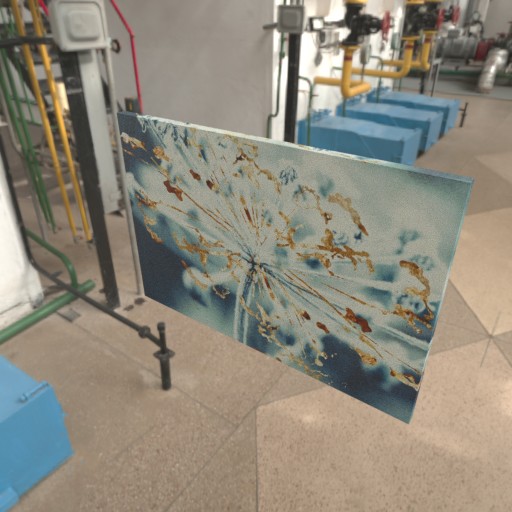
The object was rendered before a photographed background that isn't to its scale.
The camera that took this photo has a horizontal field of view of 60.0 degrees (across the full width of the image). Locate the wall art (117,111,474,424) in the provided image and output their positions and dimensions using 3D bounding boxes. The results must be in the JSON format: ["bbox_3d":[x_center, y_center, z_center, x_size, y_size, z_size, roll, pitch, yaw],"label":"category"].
[{"bbox_3d":[0.000,0.000,1.425,1.138,0.759,0.035,20,36,30],"label":"wall art"}]
